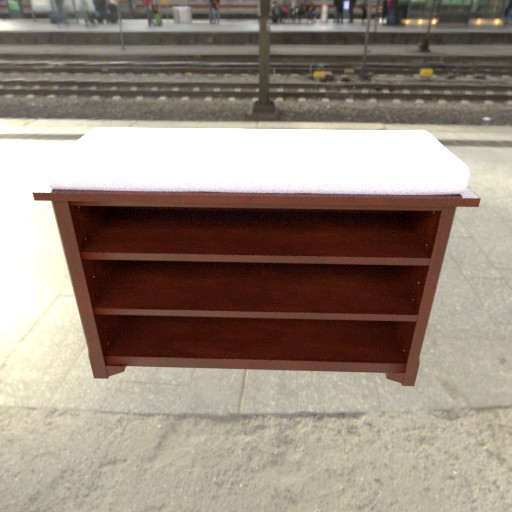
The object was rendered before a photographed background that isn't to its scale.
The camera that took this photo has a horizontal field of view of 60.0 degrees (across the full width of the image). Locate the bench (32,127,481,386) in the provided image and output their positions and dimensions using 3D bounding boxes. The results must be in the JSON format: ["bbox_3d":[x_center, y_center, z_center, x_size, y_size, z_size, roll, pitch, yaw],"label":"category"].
[{"bbox_3d":[0.000,0.000,1.264,0.987,0.646,0.369,1,30,2],"label":"bench"}]
